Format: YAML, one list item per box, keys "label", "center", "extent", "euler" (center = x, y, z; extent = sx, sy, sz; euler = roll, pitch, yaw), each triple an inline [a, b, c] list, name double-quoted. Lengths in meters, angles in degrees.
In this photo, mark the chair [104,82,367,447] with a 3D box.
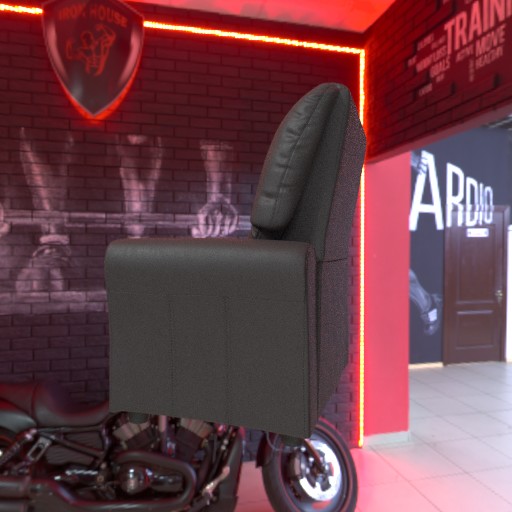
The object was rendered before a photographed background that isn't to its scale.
- label: "chair"
  center: [0.000, 0.000, 1.122]
  extent: [0.521, 0.709, 0.610]
  euler: [0, 1, 19]
